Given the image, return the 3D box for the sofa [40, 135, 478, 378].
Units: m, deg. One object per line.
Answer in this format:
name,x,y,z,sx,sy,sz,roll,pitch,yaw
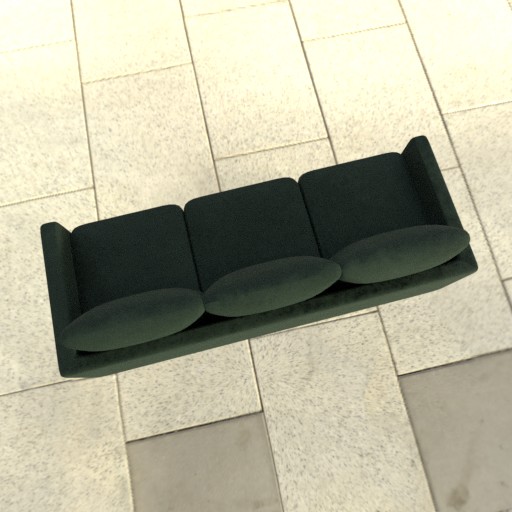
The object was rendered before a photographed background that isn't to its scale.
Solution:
sofa,0.000,0.000,2.573,2.218,0.870,0.859,-14,75,-4
